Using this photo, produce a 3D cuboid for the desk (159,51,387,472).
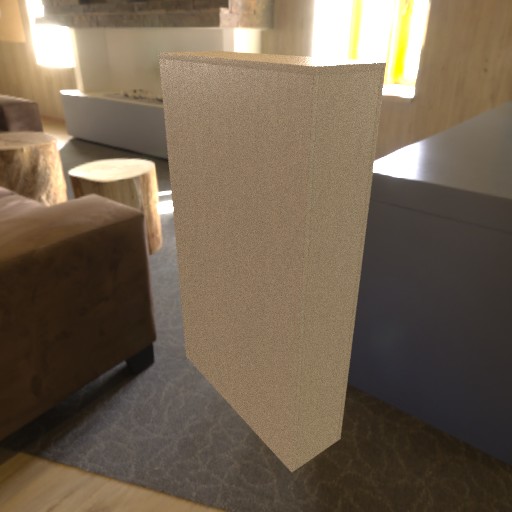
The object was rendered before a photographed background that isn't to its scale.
[{"bbox_3d":[0.000,0.000,1.558,0.250,1.280,0.750,-19,32,-32],"label":"desk"}]
